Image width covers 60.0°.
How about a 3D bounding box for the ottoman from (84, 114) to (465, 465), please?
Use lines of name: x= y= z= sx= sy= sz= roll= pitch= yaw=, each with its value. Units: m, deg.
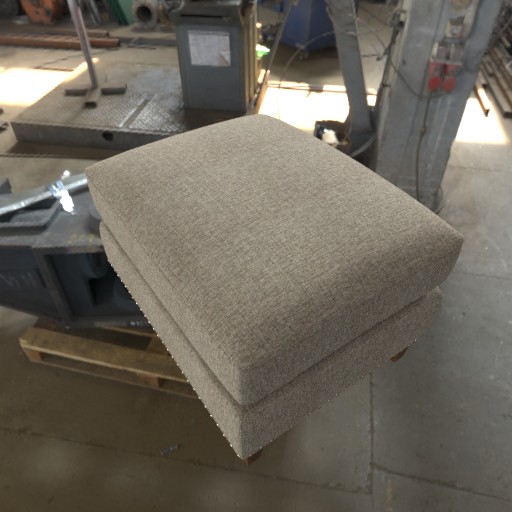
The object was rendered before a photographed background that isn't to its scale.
ottoman: x=0.000 y=0.000 z=1.138 sx=0.584 sy=0.513 sz=0.741 roll=-25 pitch=48 yaw=-25
